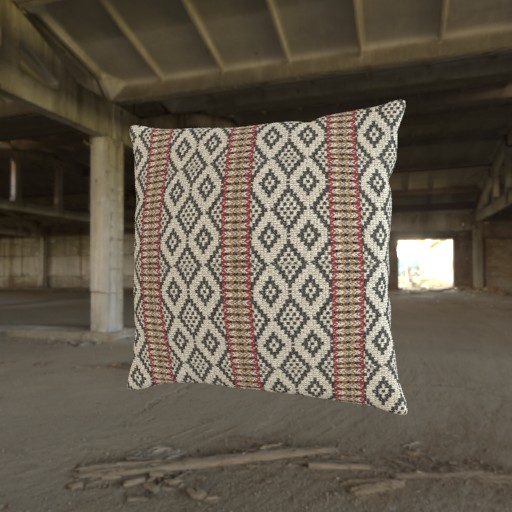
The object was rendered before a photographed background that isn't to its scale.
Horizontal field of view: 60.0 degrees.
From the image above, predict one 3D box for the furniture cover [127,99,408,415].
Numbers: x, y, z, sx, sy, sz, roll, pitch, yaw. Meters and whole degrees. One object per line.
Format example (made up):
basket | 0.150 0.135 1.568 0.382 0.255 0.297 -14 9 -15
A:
furniture cover | 0.000 0.000 0.781 0.503 0.506 0.182 0 -2 17
